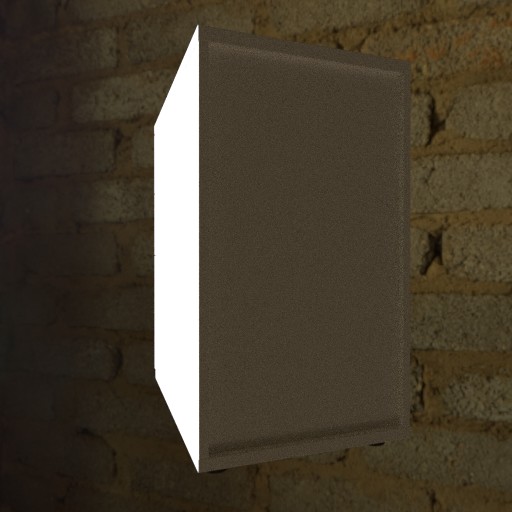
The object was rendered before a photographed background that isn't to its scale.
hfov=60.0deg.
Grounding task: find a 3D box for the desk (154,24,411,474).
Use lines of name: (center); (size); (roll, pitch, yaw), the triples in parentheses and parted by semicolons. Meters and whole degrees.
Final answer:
desk: (0.000, 0.000, 1.046); (0.404, 0.730, 0.600); (0, 0, -19)
